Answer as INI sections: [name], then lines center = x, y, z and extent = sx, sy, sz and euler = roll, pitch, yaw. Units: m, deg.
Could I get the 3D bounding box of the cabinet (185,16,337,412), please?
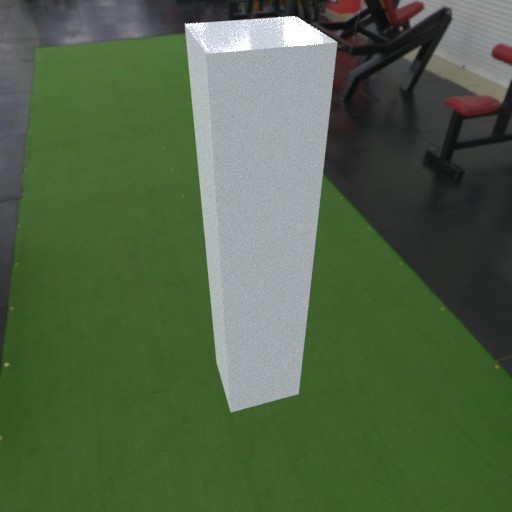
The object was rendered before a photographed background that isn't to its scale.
[cabinet]
center = 0.000, 0.000, 1.512
extent = 0.300, 1.400, 0.270
euler = -11, 41, -13
